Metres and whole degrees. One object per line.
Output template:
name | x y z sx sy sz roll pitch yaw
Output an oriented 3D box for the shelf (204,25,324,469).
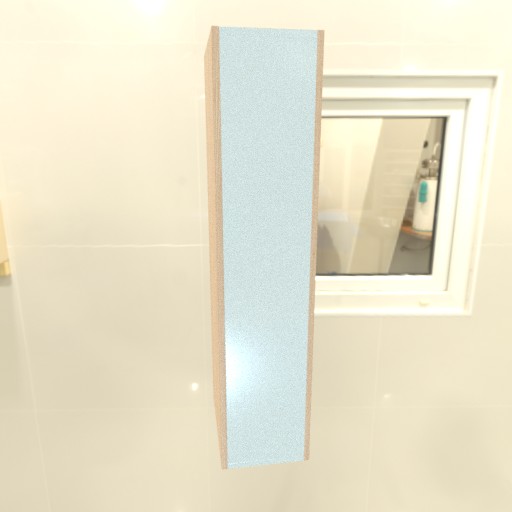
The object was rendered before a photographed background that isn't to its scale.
shelf | 0.000 0.000 1.008 0.197 0.882 0.290 -2 15 -9
